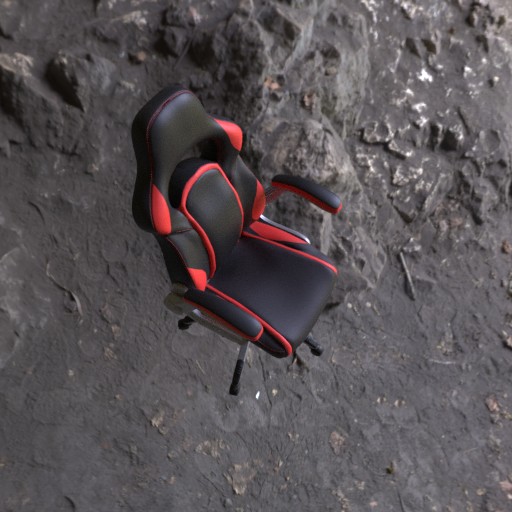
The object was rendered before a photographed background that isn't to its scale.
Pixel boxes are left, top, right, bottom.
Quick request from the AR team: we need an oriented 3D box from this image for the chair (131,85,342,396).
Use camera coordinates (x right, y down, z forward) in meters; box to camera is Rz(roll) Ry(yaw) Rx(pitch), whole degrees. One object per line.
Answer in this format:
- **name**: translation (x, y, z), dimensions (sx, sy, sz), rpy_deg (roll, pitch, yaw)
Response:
- **chair**: translation (0.000, 0.000, 1.656), dimensions (0.712, 1.165, 0.758), rpy_deg (27, 63, 16)
